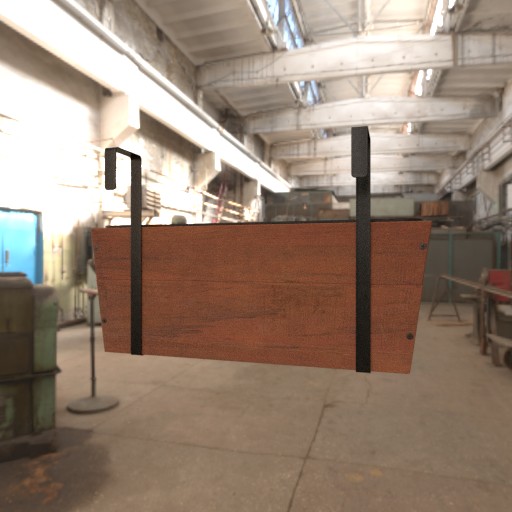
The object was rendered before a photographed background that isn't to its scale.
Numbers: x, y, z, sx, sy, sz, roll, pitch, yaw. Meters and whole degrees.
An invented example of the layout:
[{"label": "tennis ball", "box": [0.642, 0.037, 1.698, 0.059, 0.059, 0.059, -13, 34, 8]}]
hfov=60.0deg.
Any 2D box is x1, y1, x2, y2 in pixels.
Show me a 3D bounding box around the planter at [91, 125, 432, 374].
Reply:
[{"label": "planter", "box": [0.000, 0.000, 0.661, 0.480, 0.289, 0.262, 0, 0, 17]}]
